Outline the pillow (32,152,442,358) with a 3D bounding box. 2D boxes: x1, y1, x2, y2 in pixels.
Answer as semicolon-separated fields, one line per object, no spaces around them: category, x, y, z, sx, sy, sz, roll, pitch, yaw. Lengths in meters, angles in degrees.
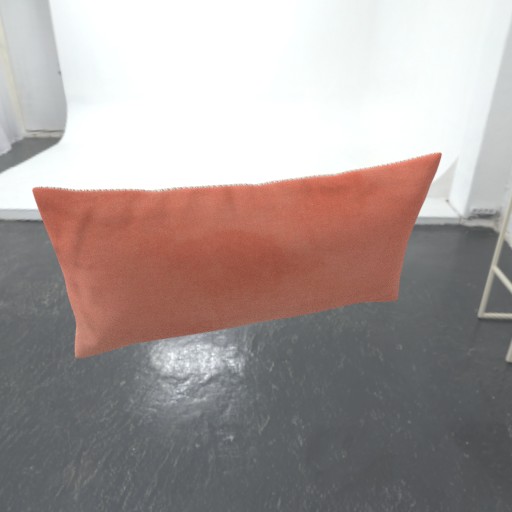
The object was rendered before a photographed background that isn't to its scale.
pillow;0.000;0.000;0.722;0.608;0.307;0.155;-8;28;-15
